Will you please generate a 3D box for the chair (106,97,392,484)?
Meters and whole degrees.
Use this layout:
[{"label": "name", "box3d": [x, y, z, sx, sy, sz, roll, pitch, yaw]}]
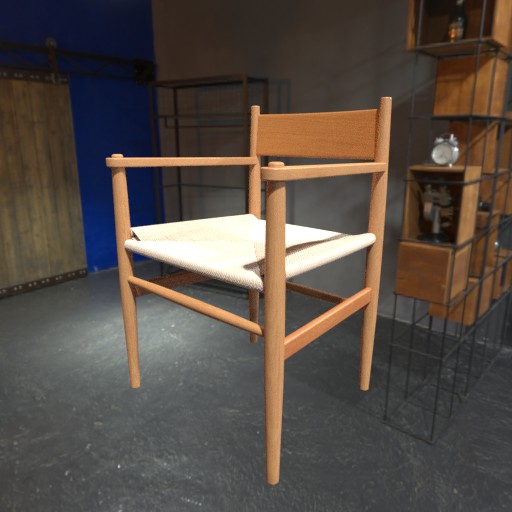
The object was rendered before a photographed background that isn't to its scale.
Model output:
[{"label": "chair", "box3d": [0.000, 0.000, 1.124, 0.556, 0.762, 0.495, 14, 20, 42]}]
